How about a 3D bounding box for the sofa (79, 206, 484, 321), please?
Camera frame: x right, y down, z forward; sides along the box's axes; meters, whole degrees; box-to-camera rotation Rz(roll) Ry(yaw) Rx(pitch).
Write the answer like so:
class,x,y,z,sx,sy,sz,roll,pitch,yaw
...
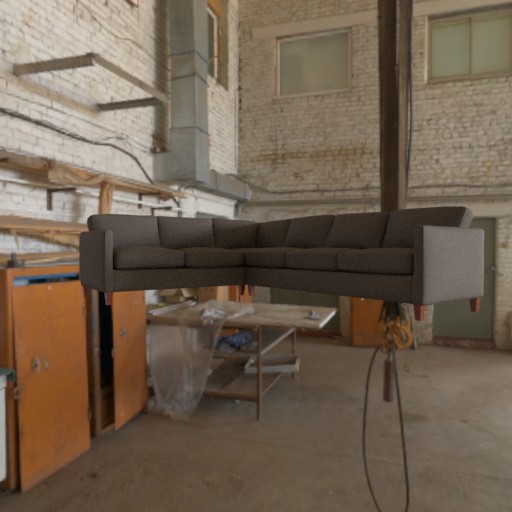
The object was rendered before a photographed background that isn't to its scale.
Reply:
class,x,y,z,sx,sy,sz,roll,pitch,yaw
sofa,0.000,0.000,4.392,2.593,0.947,3.302,-1,1,-36
